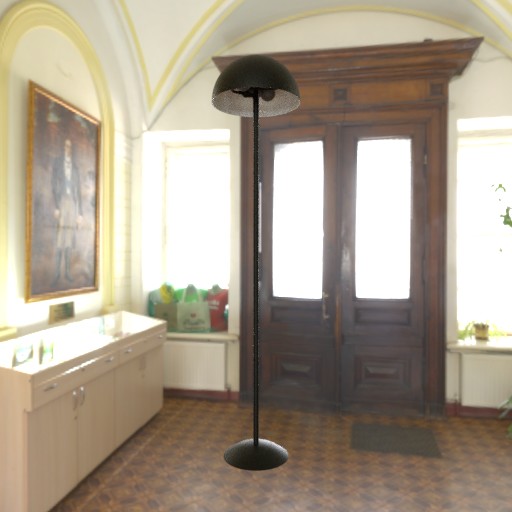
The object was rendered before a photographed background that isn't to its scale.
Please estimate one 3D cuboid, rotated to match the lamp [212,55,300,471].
[{"bbox_3d":[0.000,0.000,1.646,0.328,1.480,0.328,0,0,-35],"label":"lamp"}]
